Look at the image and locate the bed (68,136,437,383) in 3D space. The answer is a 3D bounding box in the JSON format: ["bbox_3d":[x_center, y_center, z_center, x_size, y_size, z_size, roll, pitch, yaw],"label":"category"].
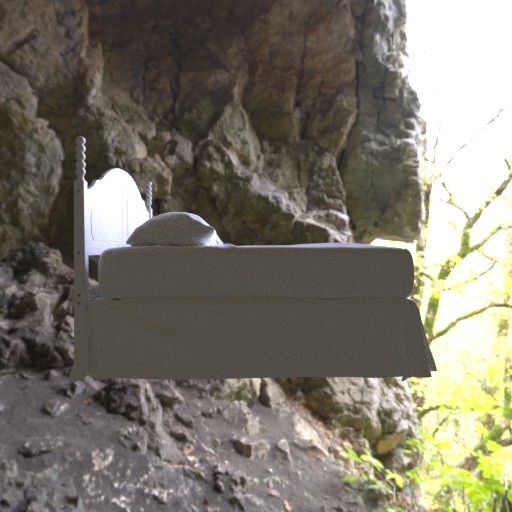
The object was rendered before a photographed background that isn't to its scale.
[{"bbox_3d":[0.000,0.000,3.294,2.040,1.356,1.873,0,1,0],"label":"bed"}]
